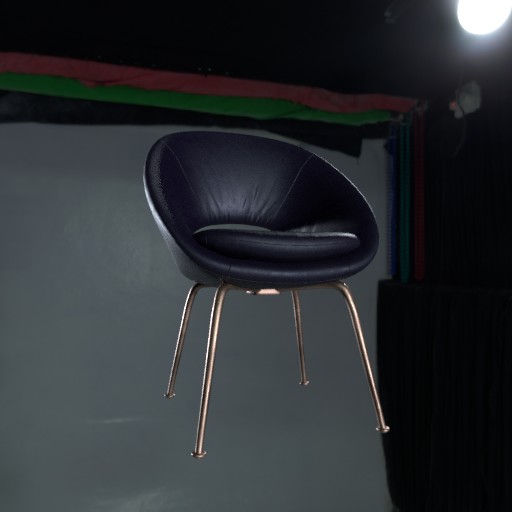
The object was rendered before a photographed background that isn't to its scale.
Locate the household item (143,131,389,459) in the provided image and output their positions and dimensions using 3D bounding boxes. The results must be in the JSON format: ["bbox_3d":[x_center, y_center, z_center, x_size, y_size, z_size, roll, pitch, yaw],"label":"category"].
[{"bbox_3d":[0.000,0.000,1.253,0.623,0.852,0.573,0,-2,-19],"label":"household item"}]
